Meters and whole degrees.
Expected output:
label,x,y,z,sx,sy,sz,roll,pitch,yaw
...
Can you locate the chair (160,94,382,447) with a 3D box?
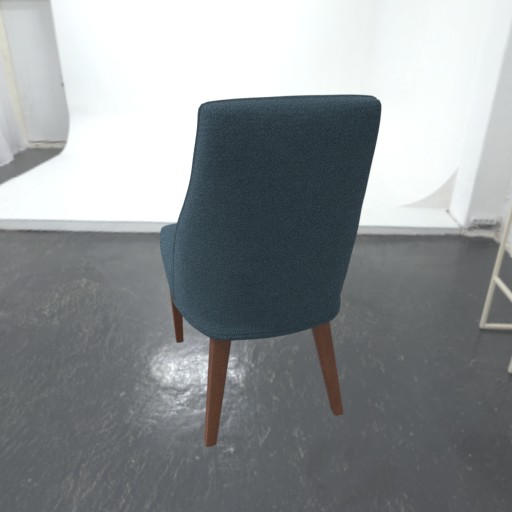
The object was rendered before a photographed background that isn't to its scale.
label,x,y,z,sx,sy,sz,roll,pitch,yaw
chair,0.000,0.000,1.280,0.500,0.930,0.620,-8,27,-15
